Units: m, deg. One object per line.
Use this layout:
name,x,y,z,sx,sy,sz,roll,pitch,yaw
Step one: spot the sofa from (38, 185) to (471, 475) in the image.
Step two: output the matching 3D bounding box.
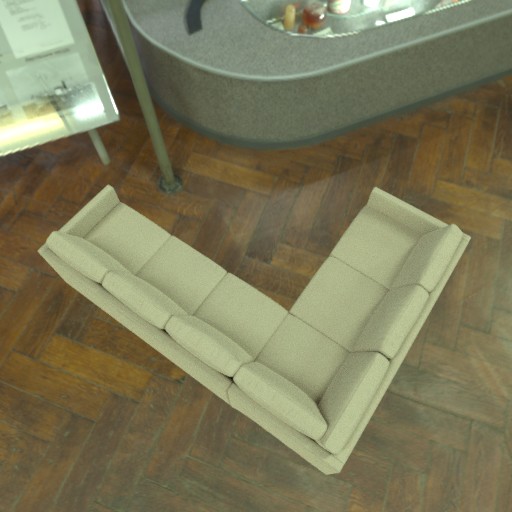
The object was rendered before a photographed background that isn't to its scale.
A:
sofa,0.000,0.000,4.278,3.182,0.871,2.432,32,67,15
